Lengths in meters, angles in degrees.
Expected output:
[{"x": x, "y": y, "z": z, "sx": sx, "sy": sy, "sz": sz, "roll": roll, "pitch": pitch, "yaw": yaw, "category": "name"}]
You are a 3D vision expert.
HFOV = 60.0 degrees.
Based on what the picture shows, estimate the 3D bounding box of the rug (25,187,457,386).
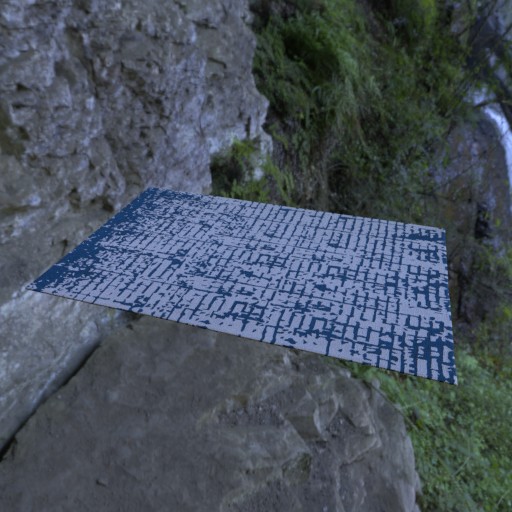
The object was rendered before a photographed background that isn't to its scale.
[{"x": 0.000, "y": 0.000, "z": 2.961, "sx": 2.435, "sy": 0.011, "sz": 1.517, "roll": 10, "pitch": 35, "yaw": 15, "category": "rug"}]
